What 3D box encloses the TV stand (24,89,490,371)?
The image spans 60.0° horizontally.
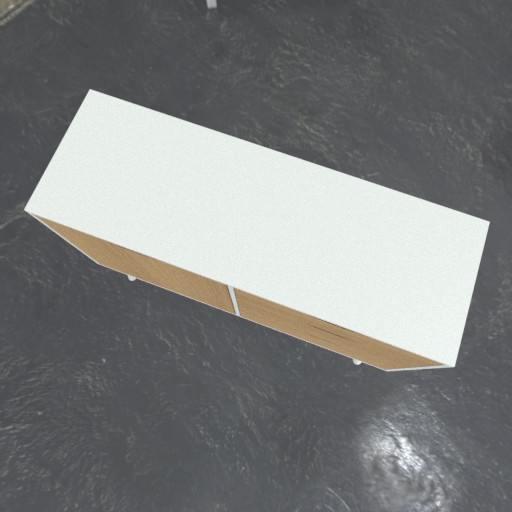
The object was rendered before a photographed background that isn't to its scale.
[{"bbox_3d":[0.000,0.000,1.589,1.193,0.812,0.406,20,75,5],"label":"TV stand"}]
